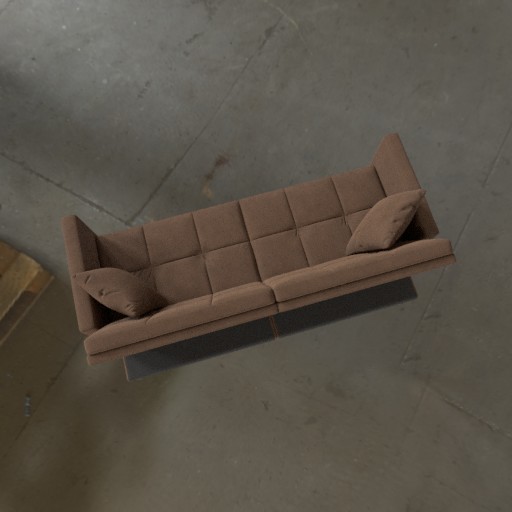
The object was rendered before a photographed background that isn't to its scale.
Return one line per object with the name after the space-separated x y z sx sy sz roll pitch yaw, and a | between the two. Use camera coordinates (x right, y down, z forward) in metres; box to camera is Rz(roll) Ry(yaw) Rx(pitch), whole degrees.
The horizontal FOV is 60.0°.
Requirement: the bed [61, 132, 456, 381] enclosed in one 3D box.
0.000 0.000 2.432 1.905 0.787 0.889 -15 74 -4 | bed
